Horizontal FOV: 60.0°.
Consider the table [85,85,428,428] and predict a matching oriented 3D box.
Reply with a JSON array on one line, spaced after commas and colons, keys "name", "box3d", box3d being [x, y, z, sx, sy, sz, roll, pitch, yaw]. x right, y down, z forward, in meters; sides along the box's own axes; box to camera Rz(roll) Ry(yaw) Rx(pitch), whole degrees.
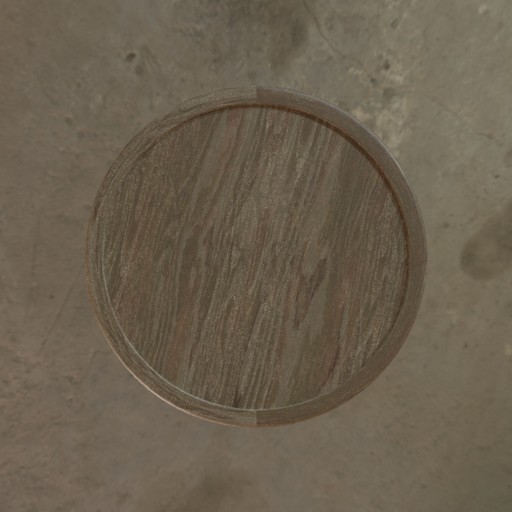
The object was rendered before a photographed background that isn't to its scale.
[{"name": "table", "box3d": [0.000, 0.000, 1.000, 0.607, 0.450, 0.607, 0, 91, 0]}]
